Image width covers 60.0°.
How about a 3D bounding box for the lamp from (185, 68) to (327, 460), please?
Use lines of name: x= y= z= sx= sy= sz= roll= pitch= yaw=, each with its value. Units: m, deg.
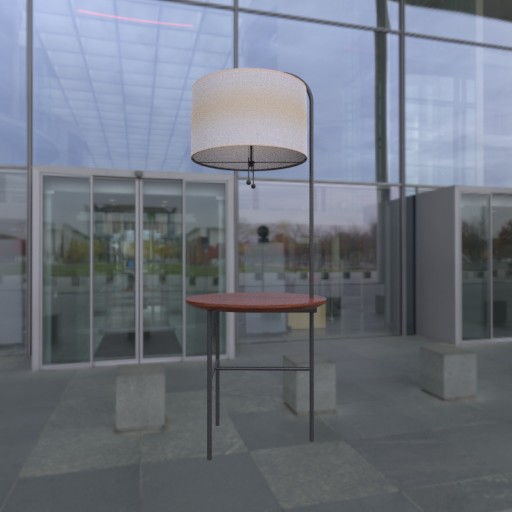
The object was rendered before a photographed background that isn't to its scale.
lamp: x=0.000 y=0.000 z=1.823 sx=0.573 sy=1.517 sz=0.573 roll=0 pitch=0 yaw=0
